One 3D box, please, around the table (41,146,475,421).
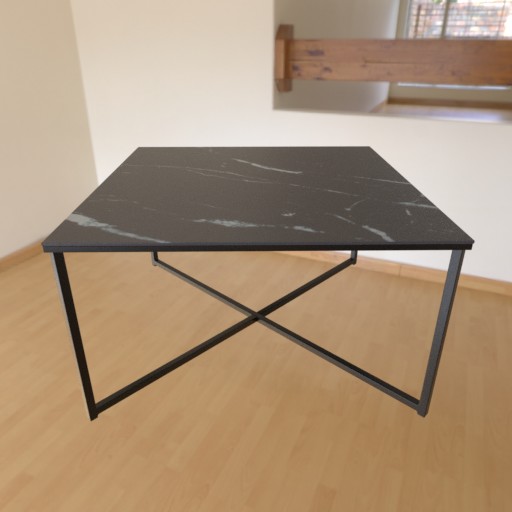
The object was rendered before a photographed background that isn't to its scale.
[{"bbox_3d":[0.000,0.000,1.273,0.800,0.450,0.800,0,26,-1],"label":"table"}]
